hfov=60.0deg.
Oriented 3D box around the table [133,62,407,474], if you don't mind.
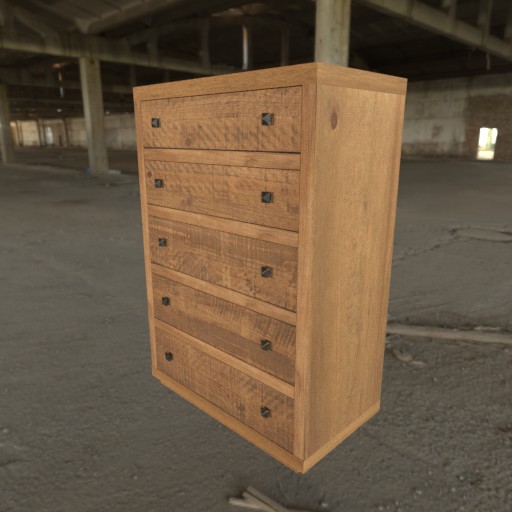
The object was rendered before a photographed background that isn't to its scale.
[{"bbox_3d":[0.000,0.000,1.771,0.901,1.294,0.524,14,21,43],"label":"table"}]
